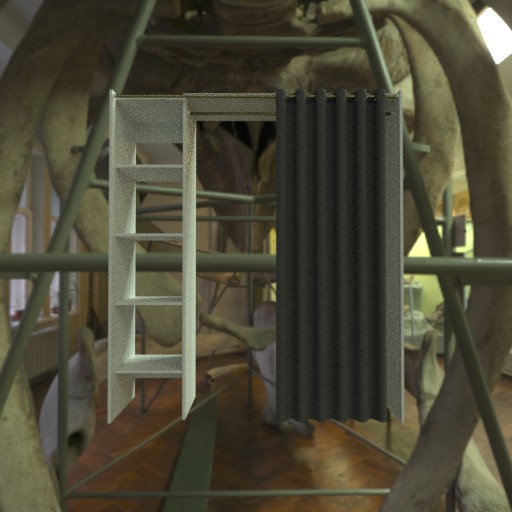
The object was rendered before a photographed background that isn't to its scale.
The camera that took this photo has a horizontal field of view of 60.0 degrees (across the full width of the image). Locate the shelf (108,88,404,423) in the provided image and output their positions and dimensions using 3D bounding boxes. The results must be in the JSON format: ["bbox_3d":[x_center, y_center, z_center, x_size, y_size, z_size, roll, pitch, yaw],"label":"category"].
[{"bbox_3d":[0.000,0.000,2.630,1.600,1.810,0.500,0,-1,0],"label":"shelf"}]
